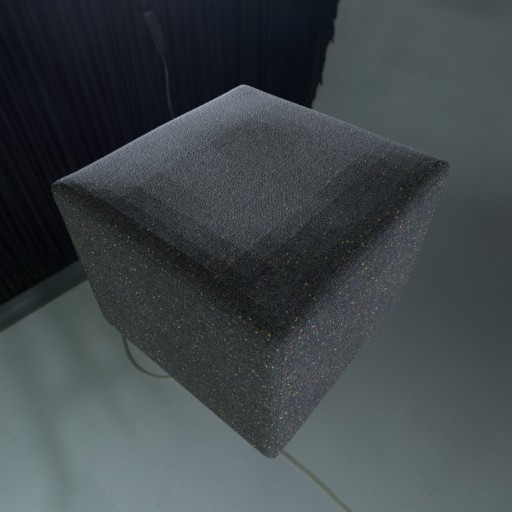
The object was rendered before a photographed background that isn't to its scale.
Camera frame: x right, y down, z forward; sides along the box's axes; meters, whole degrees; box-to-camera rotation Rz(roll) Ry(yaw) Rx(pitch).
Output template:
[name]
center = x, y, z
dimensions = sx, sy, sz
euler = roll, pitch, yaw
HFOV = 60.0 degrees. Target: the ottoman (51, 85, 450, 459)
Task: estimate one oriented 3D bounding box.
[ottoman]
center = 0.000, 0.000, 0.899
dimensions = 0.508, 0.432, 0.508
euler = 31, 53, 26
